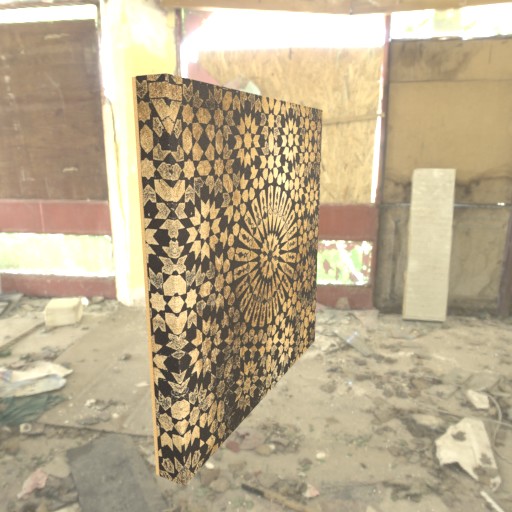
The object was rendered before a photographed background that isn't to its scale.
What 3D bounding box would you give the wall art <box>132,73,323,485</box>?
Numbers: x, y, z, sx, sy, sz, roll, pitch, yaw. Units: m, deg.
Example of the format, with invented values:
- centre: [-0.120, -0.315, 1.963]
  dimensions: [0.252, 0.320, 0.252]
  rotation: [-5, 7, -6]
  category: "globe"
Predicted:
- centre: [0.000, 0.000, 0.600]
  dimensions: [0.038, 0.405, 0.405]
  rotation: [7, 15, 26]
  category: "wall art"
